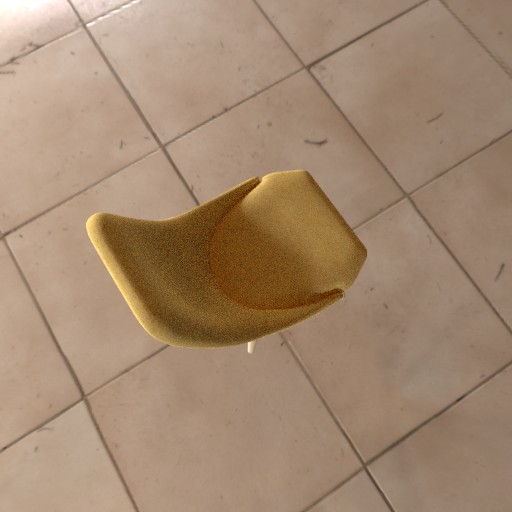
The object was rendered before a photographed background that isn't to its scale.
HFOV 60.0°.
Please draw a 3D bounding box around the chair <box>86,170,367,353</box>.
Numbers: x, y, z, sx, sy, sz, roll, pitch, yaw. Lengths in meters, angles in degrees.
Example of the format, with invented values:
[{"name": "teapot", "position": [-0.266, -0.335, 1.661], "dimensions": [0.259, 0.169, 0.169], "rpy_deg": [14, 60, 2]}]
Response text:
[{"name": "chair", "position": [0.000, 0.000, 1.388], "dimensions": [0.660, 1.040, 0.510], "rpy_deg": [-32, 77, -8]}]
